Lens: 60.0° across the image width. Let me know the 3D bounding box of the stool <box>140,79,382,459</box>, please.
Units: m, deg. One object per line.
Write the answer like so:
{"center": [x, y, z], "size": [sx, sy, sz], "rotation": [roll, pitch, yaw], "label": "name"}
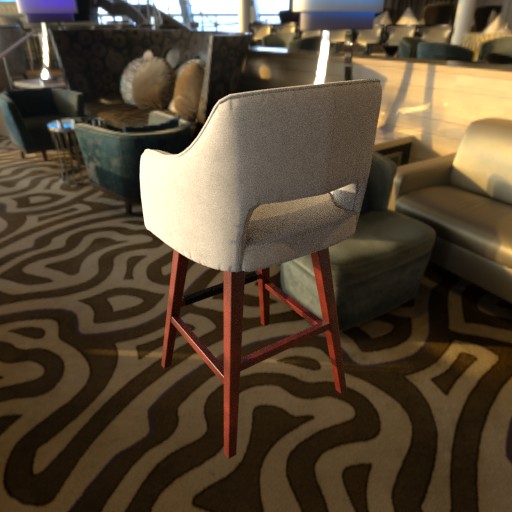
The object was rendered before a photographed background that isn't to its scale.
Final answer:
{"center": [0.000, 0.000, 1.308], "size": [0.548, 1.012, 0.558], "rotation": [-18, 33, -30], "label": "stool"}
